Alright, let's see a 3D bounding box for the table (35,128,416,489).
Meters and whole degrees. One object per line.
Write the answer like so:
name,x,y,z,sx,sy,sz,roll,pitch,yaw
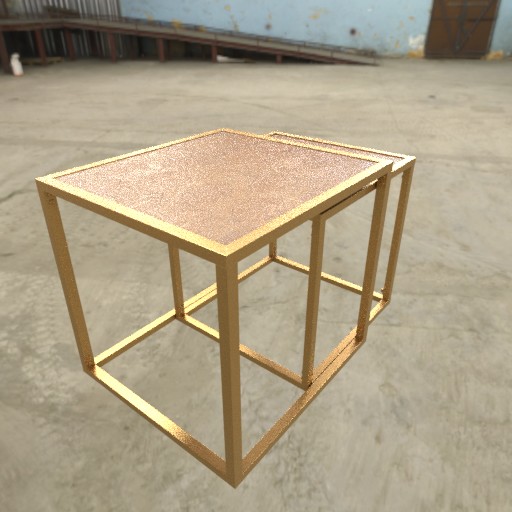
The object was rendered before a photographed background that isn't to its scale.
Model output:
table,0.000,0.000,1.111,0.505,0.505,0.762,21,35,33
